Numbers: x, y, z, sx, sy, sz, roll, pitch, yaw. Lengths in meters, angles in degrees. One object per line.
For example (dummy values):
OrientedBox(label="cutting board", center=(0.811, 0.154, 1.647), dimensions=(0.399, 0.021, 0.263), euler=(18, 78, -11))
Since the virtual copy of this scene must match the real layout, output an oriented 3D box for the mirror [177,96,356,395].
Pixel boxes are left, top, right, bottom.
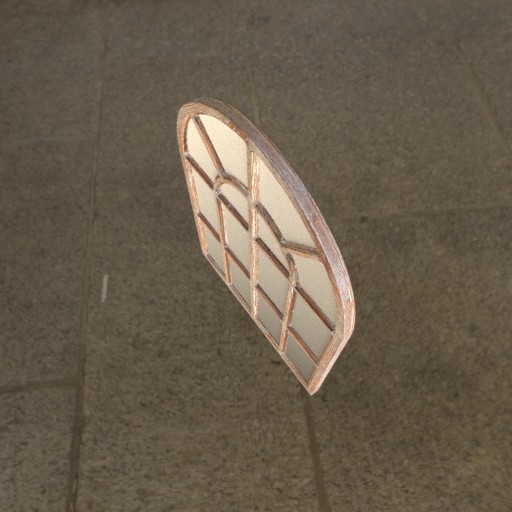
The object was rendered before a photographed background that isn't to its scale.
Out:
OrientedBox(label="mirror", center=(0.000, 0.000, 1.185), dimensions=(0.032, 0.920, 0.660), euler=(-33, 67, -16))
